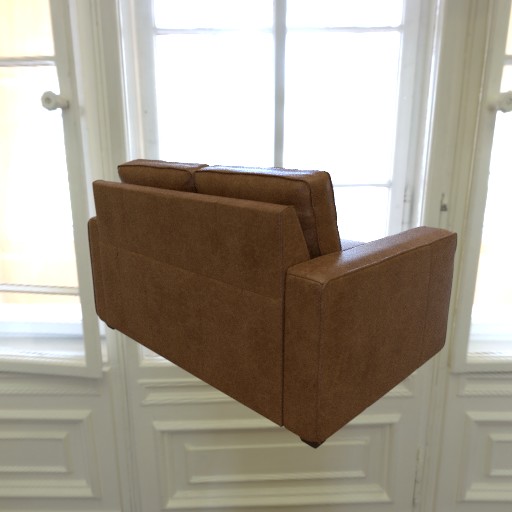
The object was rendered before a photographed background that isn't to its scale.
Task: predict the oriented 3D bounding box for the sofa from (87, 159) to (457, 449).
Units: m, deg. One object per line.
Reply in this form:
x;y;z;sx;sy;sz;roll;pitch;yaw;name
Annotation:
0.000;0.000;2.132;1.532;0.896;1.020;14;21;43;sofa
